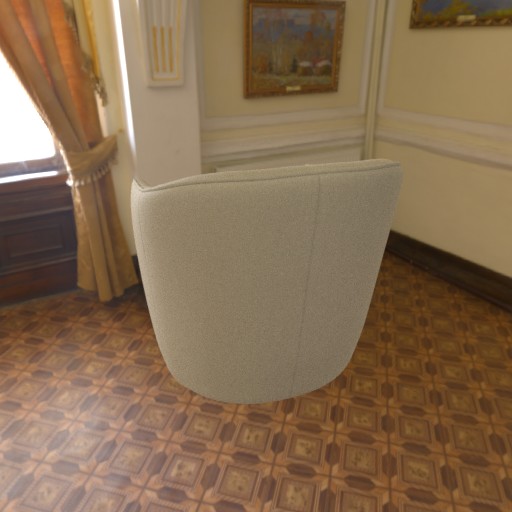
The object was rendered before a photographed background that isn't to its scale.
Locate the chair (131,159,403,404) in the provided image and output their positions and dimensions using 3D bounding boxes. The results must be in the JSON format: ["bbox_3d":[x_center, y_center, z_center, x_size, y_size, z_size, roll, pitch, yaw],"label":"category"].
[{"bbox_3d":[0.000,0.000,1.470,0.747,0.799,0.875,-8,27,-16],"label":"chair"}]
